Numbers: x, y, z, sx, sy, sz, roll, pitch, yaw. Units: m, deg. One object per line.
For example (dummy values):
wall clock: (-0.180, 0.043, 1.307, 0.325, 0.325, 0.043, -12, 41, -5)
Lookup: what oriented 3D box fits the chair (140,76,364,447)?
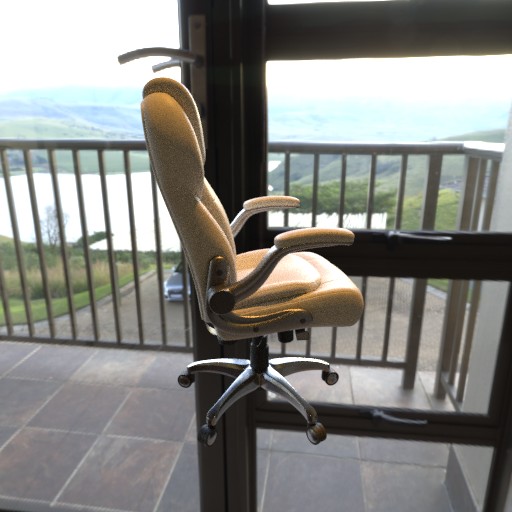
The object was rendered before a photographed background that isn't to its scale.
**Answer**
chair: (0.000, 0.000, 1.814, 0.806, 1.330, 0.755, -3, 17, -10)
